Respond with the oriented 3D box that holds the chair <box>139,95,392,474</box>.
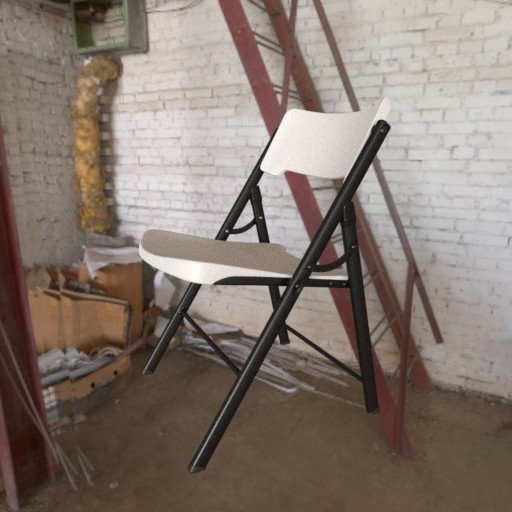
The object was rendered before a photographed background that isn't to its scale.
[{"bbox_3d":[0.000,0.000,1.139,0.577,0.765,0.482,-7,15,-25],"label":"chair"}]
